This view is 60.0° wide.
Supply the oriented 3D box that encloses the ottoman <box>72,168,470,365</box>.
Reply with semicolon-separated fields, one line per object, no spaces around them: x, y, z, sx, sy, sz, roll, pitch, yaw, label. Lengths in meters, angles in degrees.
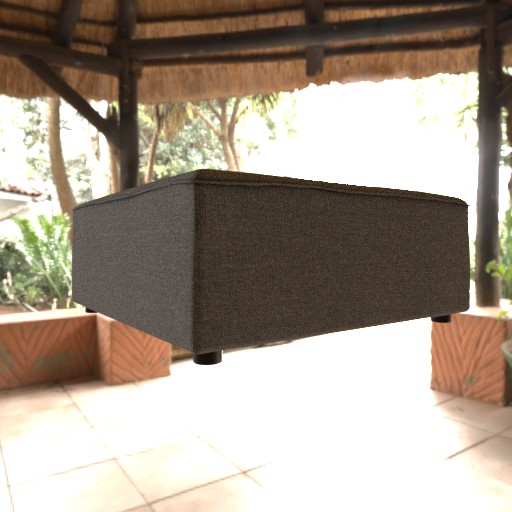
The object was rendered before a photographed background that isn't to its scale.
0.000;0.000;1.542;1.017;0.423;1.023;-1;2;-35;ottoman
